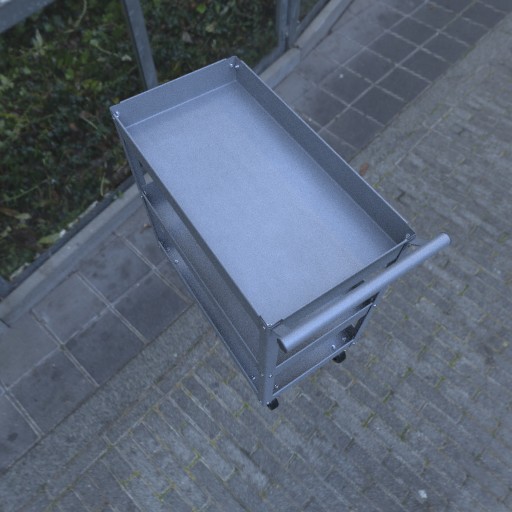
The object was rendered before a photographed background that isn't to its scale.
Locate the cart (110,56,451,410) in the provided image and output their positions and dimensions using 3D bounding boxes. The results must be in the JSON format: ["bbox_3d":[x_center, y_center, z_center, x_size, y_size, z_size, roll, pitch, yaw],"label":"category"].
[{"bbox_3d":[0.000,0.000,1.224,0.366,0.780,0.719,-30,64,-16],"label":"cart"}]
